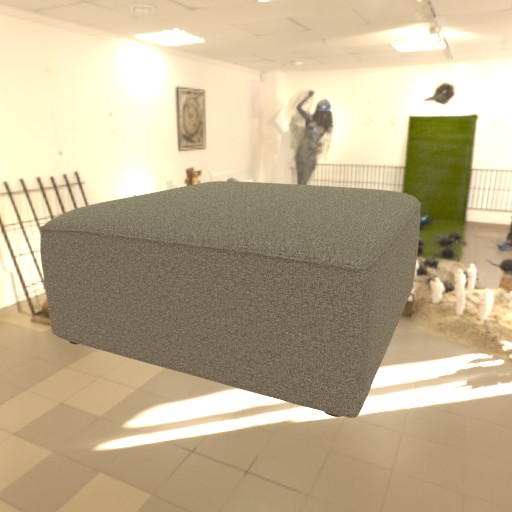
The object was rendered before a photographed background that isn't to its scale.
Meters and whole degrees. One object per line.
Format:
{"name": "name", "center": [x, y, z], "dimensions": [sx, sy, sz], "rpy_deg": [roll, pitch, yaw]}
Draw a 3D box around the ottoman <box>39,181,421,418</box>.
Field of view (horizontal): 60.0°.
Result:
{"name": "ottoman", "center": [0.000, 0.000, 1.604], "dimensions": [1.015, 0.464, 1.005], "rpy_deg": [8, 18, 25]}
